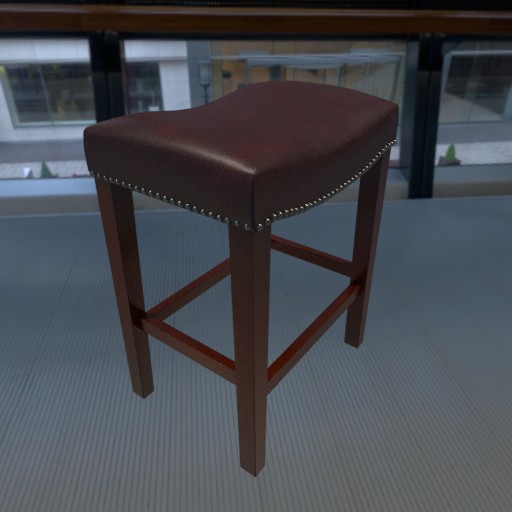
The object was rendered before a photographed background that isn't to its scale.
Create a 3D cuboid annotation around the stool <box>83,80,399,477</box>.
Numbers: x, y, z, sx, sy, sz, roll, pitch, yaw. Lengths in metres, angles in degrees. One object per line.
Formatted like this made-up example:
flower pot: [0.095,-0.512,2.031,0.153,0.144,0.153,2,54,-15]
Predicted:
stool: [0.000,0.000,0.969,0.372,0.657,0.504,21,37,31]
